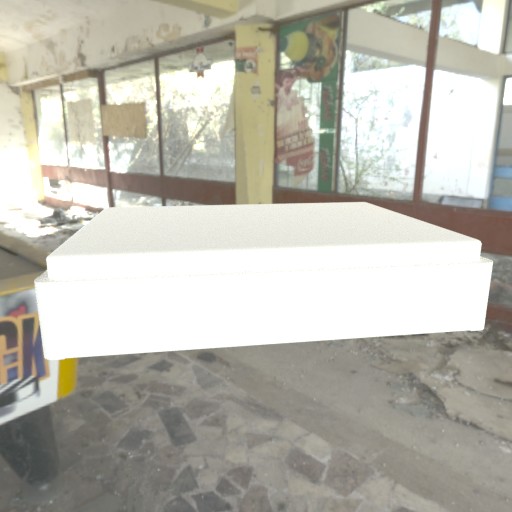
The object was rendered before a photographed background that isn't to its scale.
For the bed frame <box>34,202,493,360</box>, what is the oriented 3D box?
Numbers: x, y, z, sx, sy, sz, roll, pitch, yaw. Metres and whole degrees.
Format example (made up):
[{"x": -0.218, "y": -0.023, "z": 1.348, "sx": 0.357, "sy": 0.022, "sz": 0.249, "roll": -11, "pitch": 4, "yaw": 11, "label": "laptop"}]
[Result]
[{"x": 0.000, "y": 0.000, "z": 2.474, "sx": 1.900, "sy": 0.406, "sz": 1.400, "roll": -2, "pitch": 15, "yaw": -9, "label": "bed frame"}]
